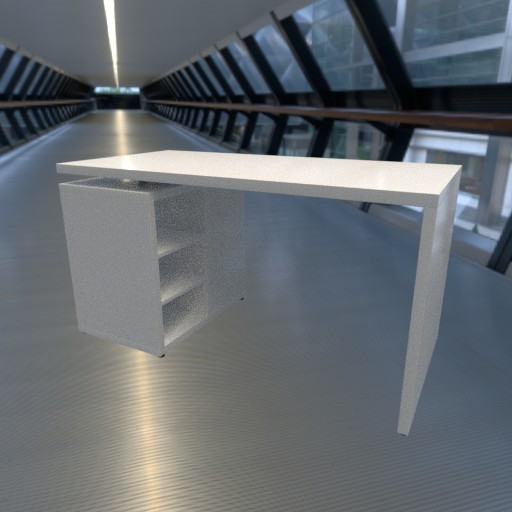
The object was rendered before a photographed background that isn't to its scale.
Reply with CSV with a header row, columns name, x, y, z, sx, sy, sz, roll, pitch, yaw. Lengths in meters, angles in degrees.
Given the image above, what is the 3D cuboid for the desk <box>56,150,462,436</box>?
name,x,y,z,sx,sy,sz,roll,pitch,yaw
desk,0.000,0.000,1.817,1.400,0.740,0.690,10,20,27
